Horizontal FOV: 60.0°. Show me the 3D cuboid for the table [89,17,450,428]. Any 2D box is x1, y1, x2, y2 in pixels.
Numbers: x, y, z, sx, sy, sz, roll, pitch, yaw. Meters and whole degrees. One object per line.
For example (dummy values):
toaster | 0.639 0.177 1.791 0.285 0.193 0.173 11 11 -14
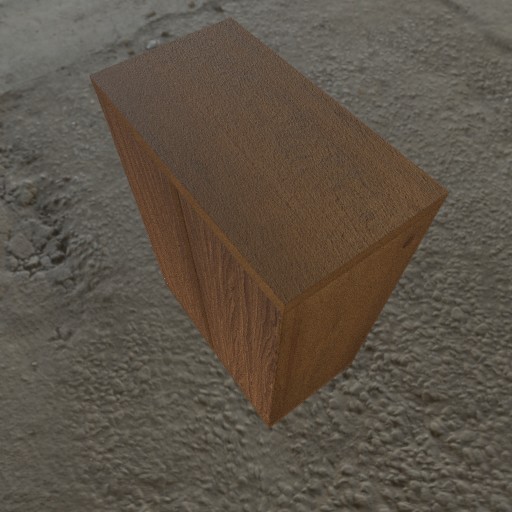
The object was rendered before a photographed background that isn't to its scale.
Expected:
table | 0.000 0.000 1.708 0.524 1.294 0.901 -32 63 -18
